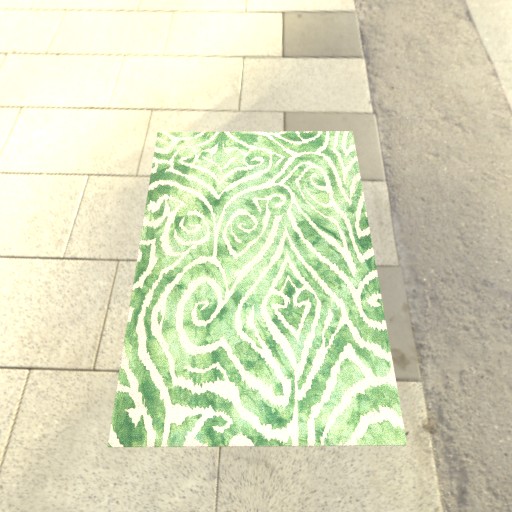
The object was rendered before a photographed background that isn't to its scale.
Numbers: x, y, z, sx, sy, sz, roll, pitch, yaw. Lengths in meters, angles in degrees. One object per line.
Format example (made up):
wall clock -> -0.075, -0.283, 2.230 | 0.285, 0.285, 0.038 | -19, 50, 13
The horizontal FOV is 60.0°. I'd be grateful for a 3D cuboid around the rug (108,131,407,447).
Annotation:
rug -> 0.000, 0.000, 2.288 | 1.220, 0.006, 1.826 | 0, 58, 0
